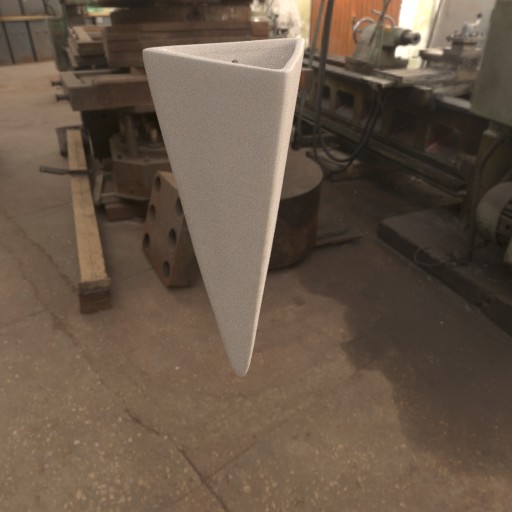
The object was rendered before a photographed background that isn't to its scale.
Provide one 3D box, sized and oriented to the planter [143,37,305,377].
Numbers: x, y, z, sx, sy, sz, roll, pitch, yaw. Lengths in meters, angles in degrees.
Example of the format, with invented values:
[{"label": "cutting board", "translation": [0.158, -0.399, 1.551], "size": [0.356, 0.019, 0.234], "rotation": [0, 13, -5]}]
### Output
[{"label": "planter", "translation": [0.000, 0.000, 0.392], "size": [0.143, 0.338, 0.065], "rotation": [-21, 37, -32]}]
